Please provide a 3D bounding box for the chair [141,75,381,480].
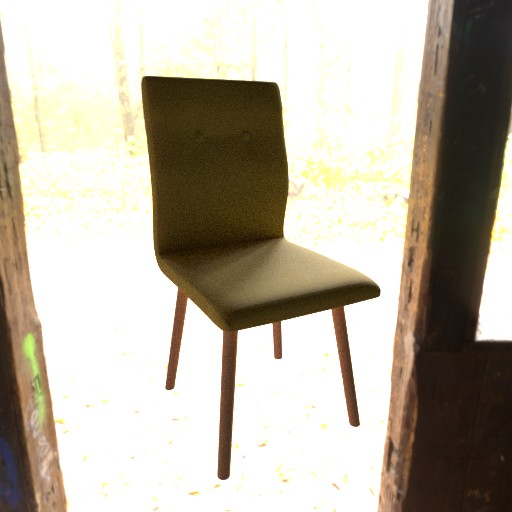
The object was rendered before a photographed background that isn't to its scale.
[{"bbox_3d":[0.000,0.000,1.241,0.450,0.965,0.550,-9,19,-27],"label":"chair"}]
